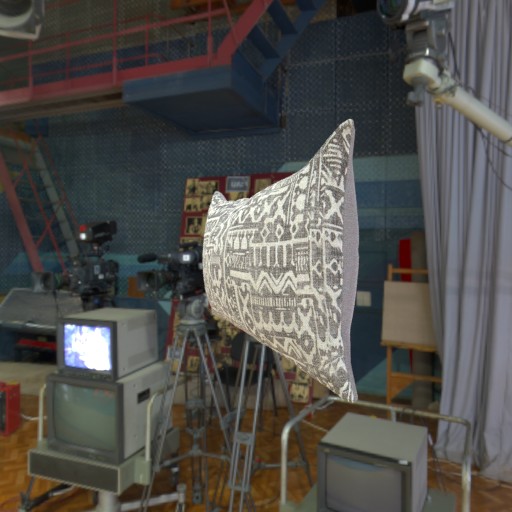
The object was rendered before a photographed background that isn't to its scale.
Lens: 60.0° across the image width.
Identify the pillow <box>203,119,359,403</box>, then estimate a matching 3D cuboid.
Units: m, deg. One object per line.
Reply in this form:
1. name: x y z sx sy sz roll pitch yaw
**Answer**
1. pillow: 0.000 0.000 0.744 0.148 0.290 0.631 0 1 -18
